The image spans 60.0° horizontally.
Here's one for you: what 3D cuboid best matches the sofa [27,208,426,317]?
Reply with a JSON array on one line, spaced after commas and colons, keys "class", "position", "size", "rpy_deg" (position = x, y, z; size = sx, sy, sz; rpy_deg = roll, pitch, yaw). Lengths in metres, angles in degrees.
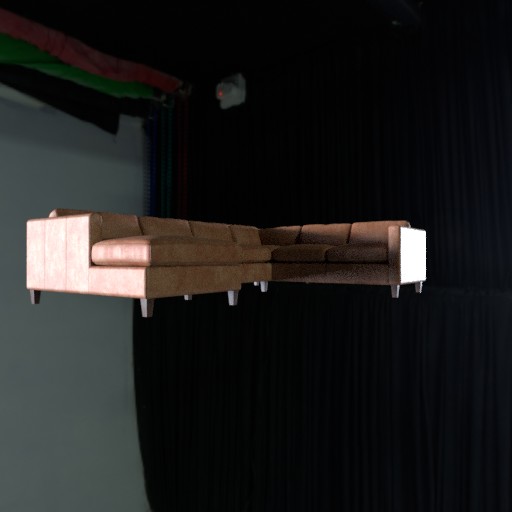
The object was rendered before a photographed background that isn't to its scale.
[{"class": "sofa", "position": [0.000, 0.000, 4.475], "size": [2.430, 0.832, 3.401], "rpy_deg": [0, 0, 36]}]
